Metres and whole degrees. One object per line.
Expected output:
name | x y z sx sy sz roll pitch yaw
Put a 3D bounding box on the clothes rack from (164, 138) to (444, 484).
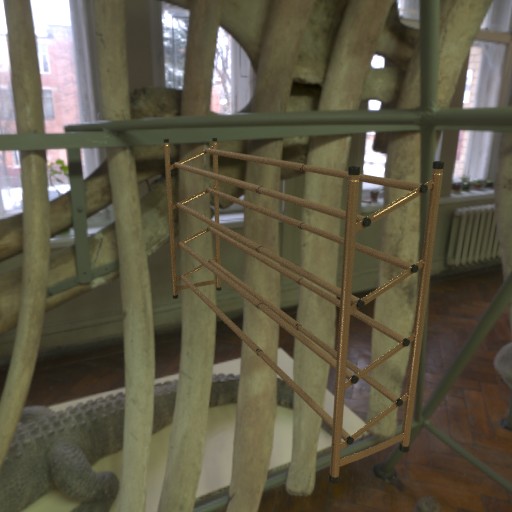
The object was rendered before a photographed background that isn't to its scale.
clothes rack | 0.000 0.000 1.395 0.229 0.672 1.168 -9 19 -26
